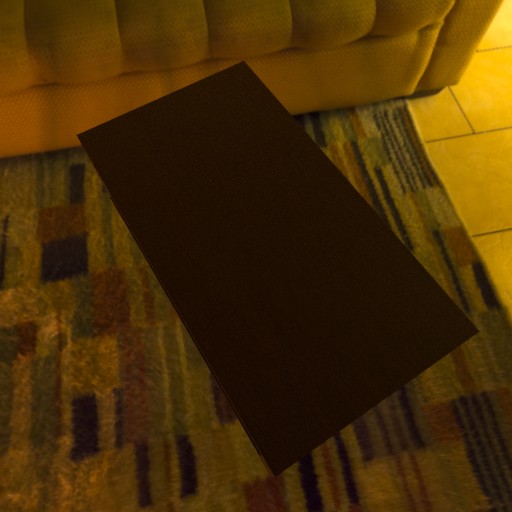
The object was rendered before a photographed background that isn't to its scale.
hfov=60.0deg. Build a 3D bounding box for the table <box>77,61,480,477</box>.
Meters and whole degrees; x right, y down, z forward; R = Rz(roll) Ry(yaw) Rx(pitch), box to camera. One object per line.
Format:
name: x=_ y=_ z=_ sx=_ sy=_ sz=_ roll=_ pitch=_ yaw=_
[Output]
table: x=0.000 y=0.000 z=1.404 sx=0.597 sy=0.424 sz=1.099 roll=-30 pitch=68 yaw=-13
